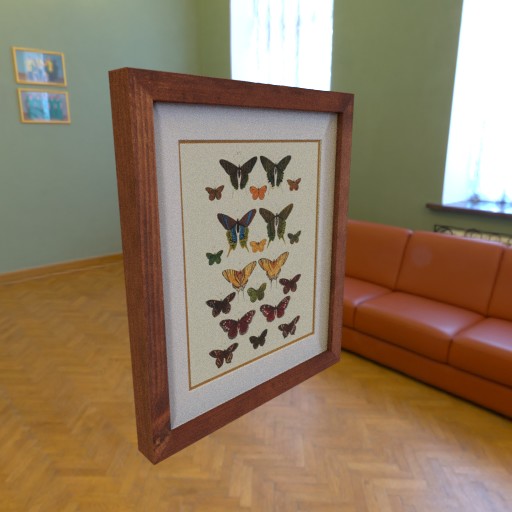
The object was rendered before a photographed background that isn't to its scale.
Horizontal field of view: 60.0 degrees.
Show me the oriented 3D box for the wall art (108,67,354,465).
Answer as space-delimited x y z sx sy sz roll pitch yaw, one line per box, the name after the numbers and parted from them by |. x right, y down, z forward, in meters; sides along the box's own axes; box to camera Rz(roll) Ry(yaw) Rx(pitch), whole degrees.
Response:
0.000 0.000 0.620 0.377 0.449 0.039 -14 20 -42 | wall art
